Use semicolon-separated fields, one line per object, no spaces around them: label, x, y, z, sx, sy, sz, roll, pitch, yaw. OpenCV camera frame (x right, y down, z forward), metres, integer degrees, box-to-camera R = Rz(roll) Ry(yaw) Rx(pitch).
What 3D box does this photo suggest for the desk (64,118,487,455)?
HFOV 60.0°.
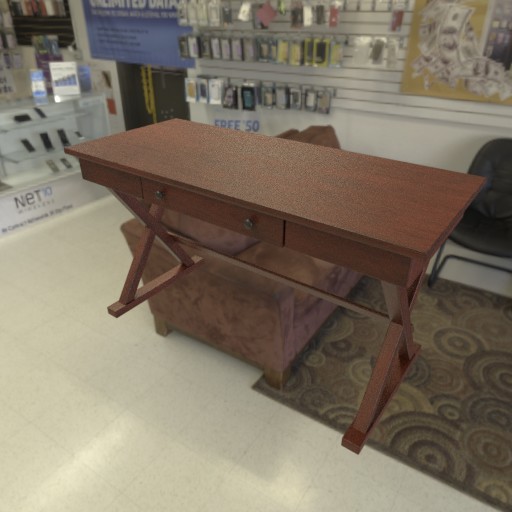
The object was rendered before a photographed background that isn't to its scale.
desk;0.000;0.000;1.729;1.372;0.761;0.600;20;36;31
